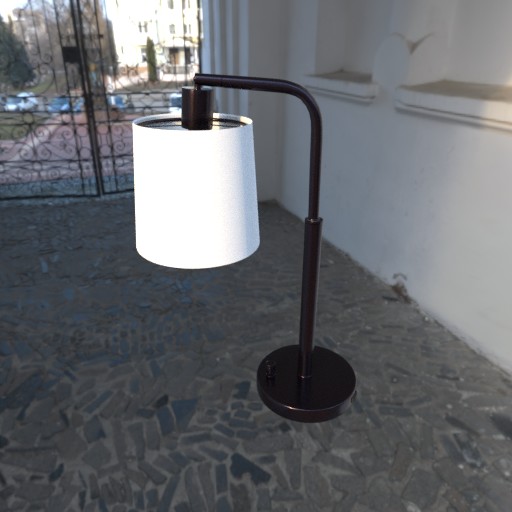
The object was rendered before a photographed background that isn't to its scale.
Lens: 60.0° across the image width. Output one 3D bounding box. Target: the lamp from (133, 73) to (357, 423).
[{"bbox_3d":[0.000,0.000,0.639,0.333,0.489,0.171,-1,25,-2],"label":"lamp"}]
